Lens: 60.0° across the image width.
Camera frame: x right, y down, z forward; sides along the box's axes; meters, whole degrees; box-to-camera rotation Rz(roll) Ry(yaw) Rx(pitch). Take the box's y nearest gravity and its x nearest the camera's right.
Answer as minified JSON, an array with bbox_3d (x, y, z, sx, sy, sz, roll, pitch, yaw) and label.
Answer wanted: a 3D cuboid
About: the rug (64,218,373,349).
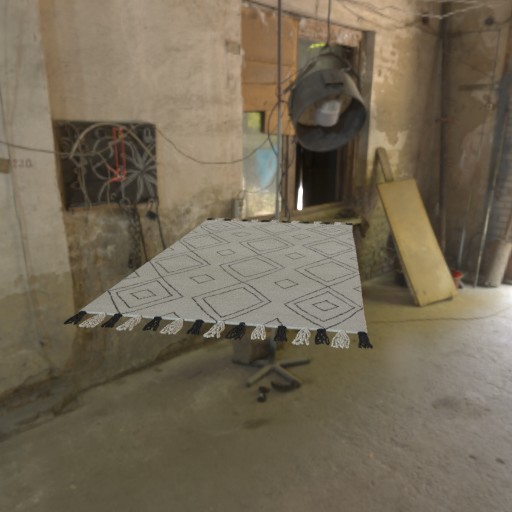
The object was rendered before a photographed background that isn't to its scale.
[{"bbox_3d":[0.000,0.000,3.365,1.524,0.021,2.755,3,16,10],"label":"rug"}]
